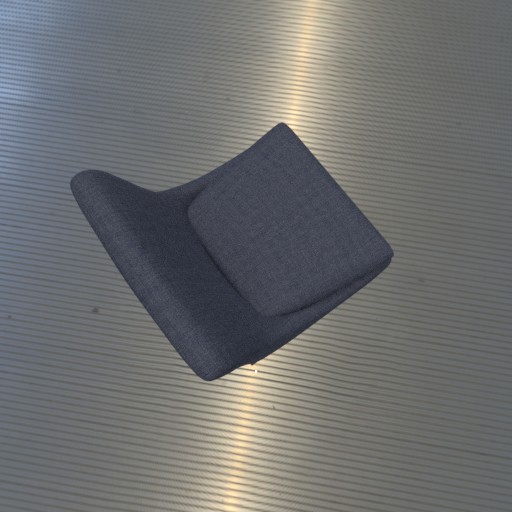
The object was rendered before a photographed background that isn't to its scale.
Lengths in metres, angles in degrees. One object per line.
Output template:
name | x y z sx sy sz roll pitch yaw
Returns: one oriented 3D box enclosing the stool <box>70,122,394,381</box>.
stool | 0.000 0.000 1.171 0.524 0.895 0.467 -36 78 -9
